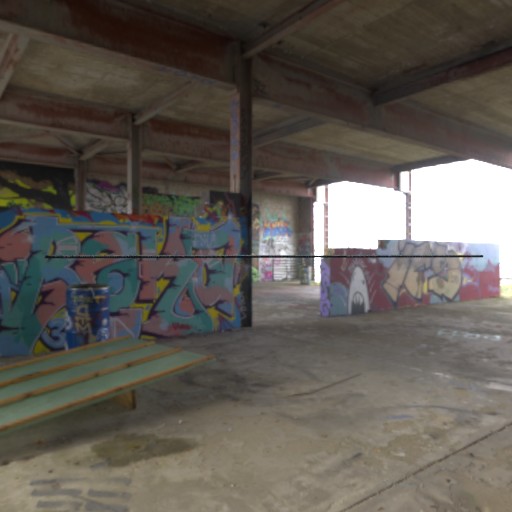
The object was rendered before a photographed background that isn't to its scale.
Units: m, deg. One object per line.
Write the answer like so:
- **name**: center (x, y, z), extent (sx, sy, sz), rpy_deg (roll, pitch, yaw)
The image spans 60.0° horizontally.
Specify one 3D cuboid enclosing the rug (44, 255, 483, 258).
- **rug**: center (0.000, 0.000, 3.054), extent (2.449, 0.015, 1.530), rpy_deg (0, 0, -17)
